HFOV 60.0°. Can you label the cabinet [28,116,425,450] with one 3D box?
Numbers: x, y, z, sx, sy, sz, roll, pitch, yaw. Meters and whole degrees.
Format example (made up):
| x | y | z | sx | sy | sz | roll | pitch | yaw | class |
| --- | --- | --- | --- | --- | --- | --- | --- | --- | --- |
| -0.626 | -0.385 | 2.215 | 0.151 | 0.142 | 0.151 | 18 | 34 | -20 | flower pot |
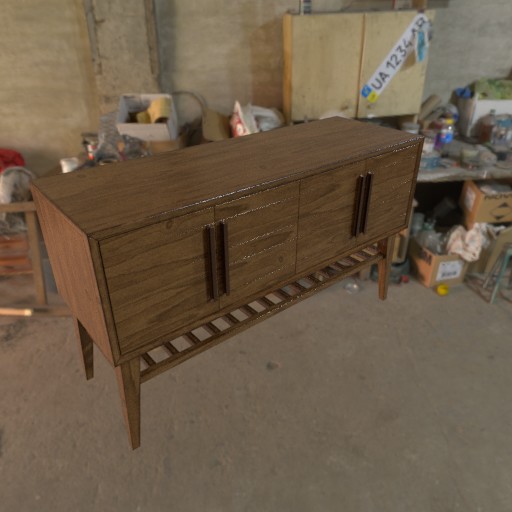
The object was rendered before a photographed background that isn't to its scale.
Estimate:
| x | y | z | sx | sy | sz | roll | pitch | yaw | class |
| --- | --- | --- | --- | --- | --- | --- | --- | --- | --- |
| 0.000 | 0.000 | 1.734 | 1.363 | 0.802 | 0.477 | -22 | 36 | -33 | cabinet |
